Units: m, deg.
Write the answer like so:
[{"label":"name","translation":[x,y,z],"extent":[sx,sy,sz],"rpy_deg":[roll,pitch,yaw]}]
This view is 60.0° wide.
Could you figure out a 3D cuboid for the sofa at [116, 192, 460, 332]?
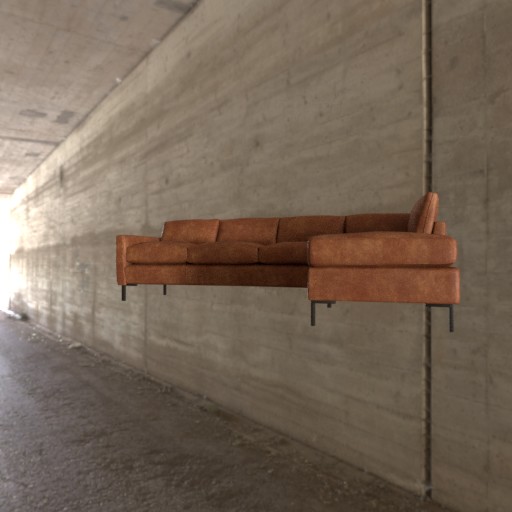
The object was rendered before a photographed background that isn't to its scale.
[{"label":"sofa","translation":[0.000,0.000,3.806],"extent":[2.984,0.877,1.938],"rpy_deg":[0,-1,18]}]
